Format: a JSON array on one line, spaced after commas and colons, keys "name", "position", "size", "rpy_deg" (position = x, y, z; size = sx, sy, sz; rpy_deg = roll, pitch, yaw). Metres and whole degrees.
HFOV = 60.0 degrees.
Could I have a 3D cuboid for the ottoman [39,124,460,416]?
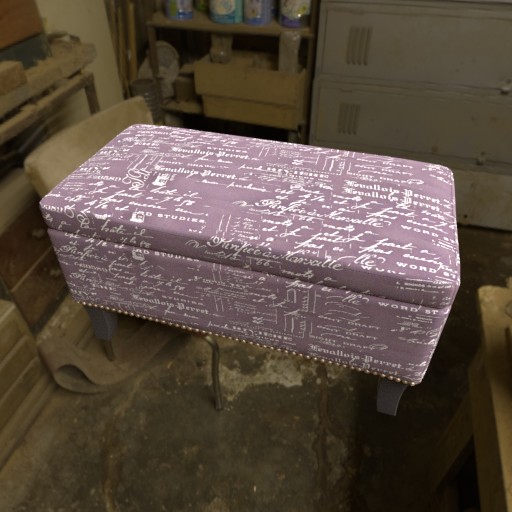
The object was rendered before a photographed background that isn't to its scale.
[{"name": "ottoman", "position": [0.000, 0.000, 1.061], "size": [0.813, 0.457, 0.406], "rpy_deg": [11, 42, 13]}]
